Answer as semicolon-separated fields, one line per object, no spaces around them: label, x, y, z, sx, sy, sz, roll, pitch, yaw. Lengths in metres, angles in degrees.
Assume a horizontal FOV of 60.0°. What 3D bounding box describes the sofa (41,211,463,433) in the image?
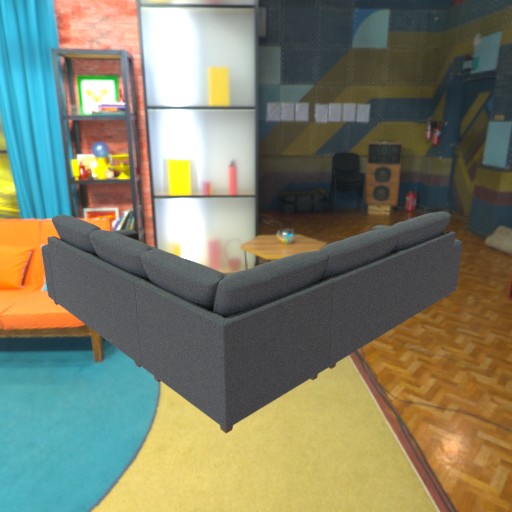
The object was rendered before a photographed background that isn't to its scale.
sofa;0.000;0.000;4.612;3.277;0.965;2.895;-16;23;-41
